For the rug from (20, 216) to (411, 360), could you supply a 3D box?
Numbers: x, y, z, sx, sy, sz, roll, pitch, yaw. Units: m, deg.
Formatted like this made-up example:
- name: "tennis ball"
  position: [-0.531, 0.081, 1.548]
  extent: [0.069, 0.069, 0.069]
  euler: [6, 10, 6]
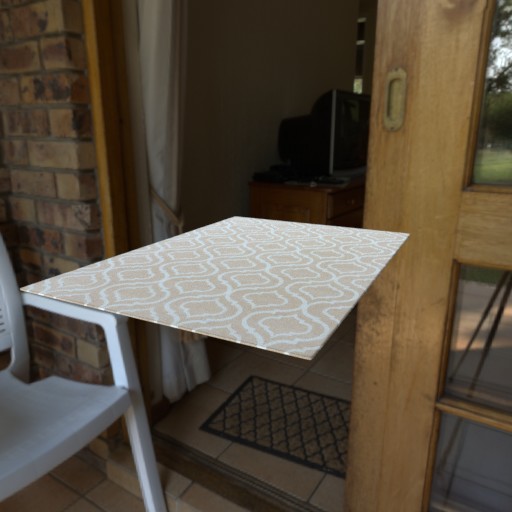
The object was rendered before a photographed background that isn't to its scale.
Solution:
- name: "rug"
  position: [0.000, 0.000, 2.758]
  extent: [1.524, 0.010, 2.134]
  euler: [8, 18, 26]
